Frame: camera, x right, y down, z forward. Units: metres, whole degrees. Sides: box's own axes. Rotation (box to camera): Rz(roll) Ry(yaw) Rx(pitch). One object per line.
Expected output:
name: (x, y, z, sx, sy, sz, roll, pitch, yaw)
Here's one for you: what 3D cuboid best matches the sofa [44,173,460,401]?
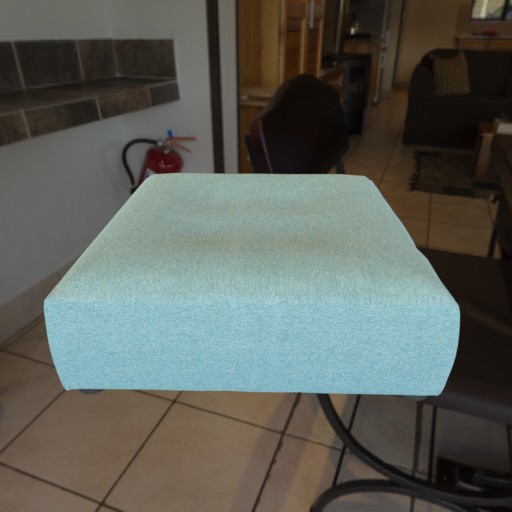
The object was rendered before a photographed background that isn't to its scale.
sofa: (0.000, 0.000, 1.424, 0.930, 0.330, 0.930, 1, 27, 1)
